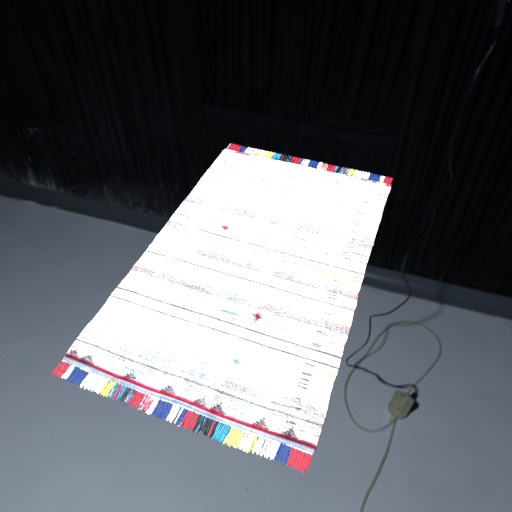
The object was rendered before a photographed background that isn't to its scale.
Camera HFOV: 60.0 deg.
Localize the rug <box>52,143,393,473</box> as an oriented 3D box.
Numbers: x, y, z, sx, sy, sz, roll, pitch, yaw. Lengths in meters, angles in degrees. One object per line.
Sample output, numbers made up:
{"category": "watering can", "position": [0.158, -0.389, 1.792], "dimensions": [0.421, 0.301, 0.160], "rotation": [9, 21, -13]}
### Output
{"category": "rug", "position": [0.000, 0.000, 2.998], "dimensions": [1.465, 0.012, 2.465], "rotation": [15, 48, 14]}
